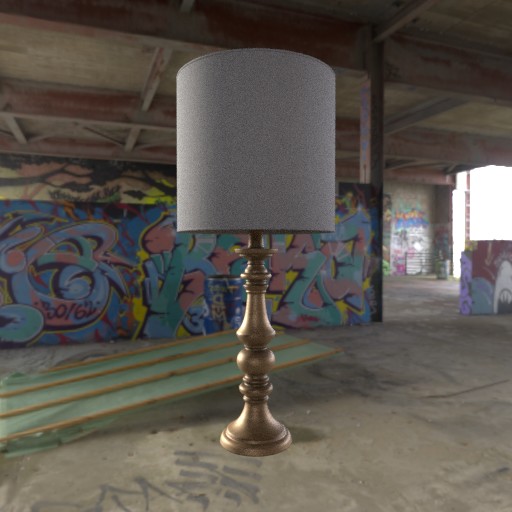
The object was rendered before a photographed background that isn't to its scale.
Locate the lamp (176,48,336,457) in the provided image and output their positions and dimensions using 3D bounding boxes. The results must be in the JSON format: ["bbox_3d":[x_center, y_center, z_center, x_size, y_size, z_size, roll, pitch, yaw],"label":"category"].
[{"bbox_3d":[0.000,0.000,0.714,0.250,0.597,0.250,0,1,-1],"label":"lamp"}]
